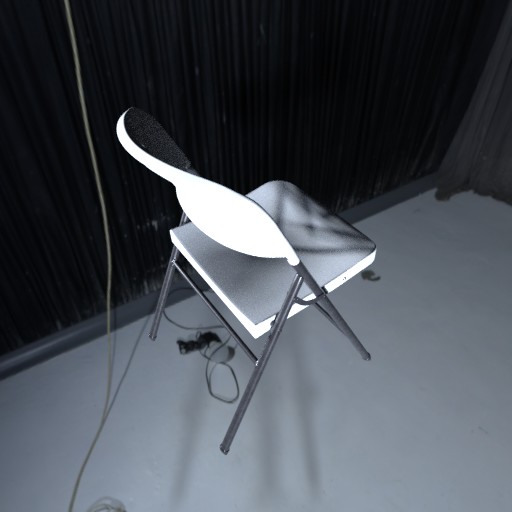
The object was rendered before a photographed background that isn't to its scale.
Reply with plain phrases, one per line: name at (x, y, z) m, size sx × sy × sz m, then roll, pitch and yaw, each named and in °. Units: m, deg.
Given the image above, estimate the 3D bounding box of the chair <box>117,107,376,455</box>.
chair at (0.000, 0.000, 1.189) m, size 0.566 × 0.810 × 0.494 m, roll -24°, pitch 47°, yaw -25°
